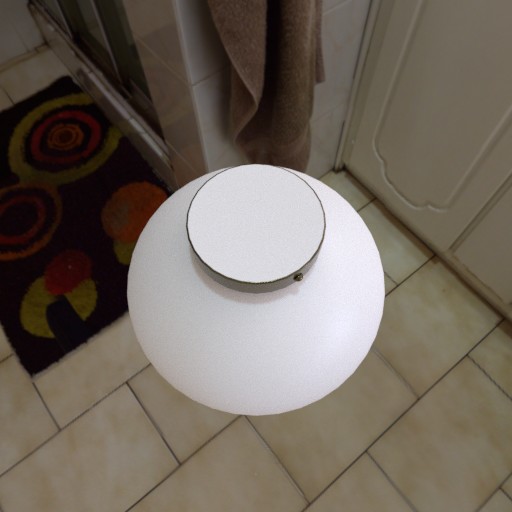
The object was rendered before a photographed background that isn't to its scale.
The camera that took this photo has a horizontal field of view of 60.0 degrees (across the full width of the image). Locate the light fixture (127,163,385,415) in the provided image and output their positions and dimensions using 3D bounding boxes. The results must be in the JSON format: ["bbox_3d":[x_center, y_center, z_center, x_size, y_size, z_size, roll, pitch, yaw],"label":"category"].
[{"bbox_3d":[0.000,0.000,0.549,0.355,0.177,0.355,0,64,0],"label":"light fixture"}]
